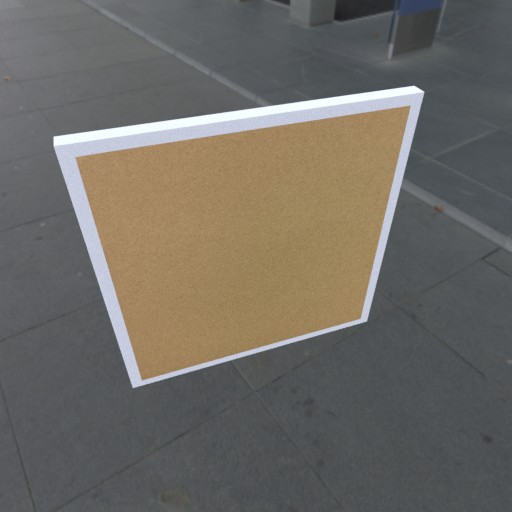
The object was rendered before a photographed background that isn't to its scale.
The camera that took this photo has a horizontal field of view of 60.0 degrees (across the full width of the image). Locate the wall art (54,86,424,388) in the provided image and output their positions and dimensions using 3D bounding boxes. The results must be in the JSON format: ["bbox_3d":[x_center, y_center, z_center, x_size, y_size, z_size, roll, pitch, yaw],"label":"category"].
[{"bbox_3d":[0.000,0.000,1.134,0.763,0.761,0.038,-13,43,-14],"label":"wall art"}]
